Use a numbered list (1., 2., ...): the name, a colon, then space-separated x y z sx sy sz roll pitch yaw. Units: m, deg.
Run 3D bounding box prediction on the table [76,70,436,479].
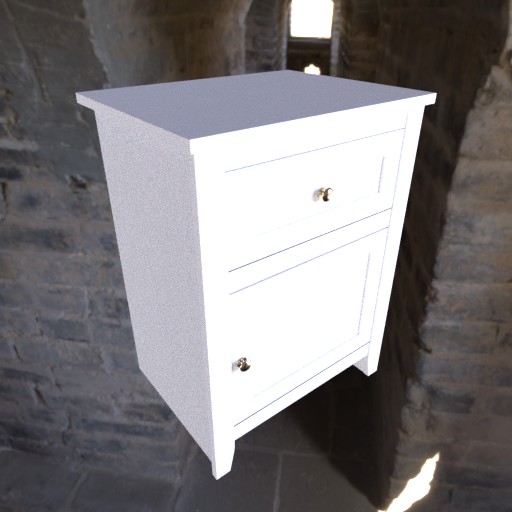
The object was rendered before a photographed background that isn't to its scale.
1. table: 0.000 0.000 0.907 0.480 0.635 0.381 -21 36 -32
